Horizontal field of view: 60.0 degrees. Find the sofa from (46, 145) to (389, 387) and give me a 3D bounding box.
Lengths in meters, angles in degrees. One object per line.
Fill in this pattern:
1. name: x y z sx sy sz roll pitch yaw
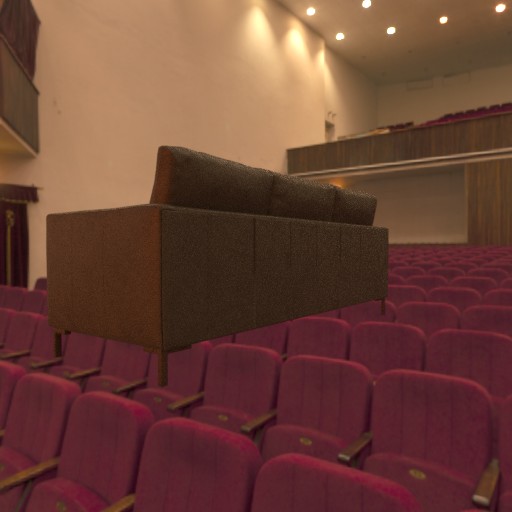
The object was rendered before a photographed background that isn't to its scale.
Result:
1. sofa: 0.000 0.000 2.405 0.748 0.805 2.029 1 1 37
